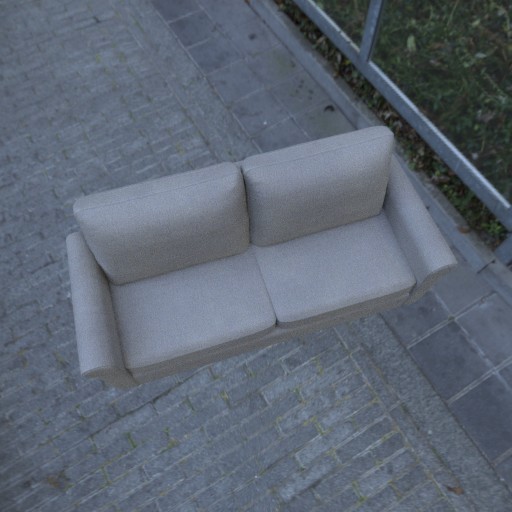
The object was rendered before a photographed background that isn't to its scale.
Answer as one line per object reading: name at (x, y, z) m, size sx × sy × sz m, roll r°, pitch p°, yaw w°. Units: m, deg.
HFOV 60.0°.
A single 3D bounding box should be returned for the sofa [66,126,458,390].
sofa at (0.000, 0.000, 2.445) m, size 1.935 × 0.942 × 0.842 m, roll -15°, pitch 65°, yaw -7°
